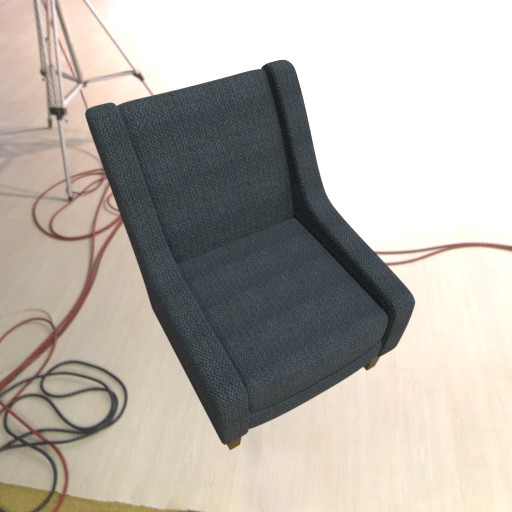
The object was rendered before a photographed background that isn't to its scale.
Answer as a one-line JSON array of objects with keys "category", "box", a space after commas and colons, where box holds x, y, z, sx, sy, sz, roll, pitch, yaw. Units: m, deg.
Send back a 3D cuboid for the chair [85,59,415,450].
[{"category": "chair", "box": [0.000, 0.000, 1.675, 0.793, 1.012, 0.944, -23, 51, -20]}]
